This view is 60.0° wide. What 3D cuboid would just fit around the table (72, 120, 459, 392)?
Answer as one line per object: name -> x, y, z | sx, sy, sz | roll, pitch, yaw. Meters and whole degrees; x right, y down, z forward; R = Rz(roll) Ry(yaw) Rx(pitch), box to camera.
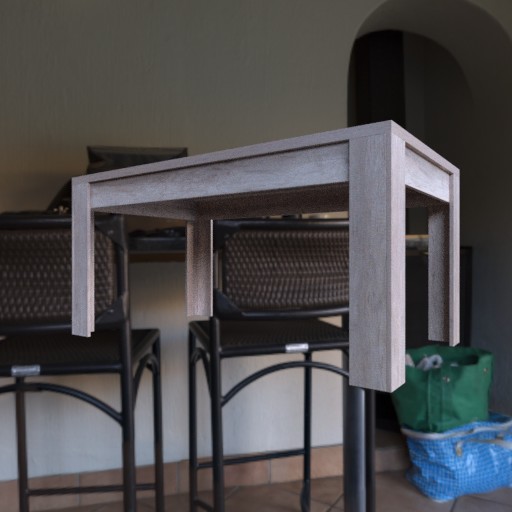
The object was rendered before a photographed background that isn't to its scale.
table -> 0.000, 0.000, 2.092 | 1.600, 0.775, 0.900 | 0, 0, 36
